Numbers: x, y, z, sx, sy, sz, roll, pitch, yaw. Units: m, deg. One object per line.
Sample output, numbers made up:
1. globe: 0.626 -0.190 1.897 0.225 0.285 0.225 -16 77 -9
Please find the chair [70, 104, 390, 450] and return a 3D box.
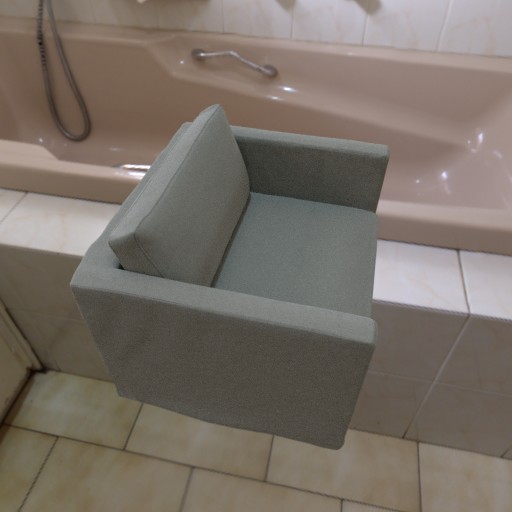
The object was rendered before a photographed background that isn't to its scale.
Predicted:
1. chair: 0.000 0.000 1.785 0.949 0.863 1.057 10 46 10
